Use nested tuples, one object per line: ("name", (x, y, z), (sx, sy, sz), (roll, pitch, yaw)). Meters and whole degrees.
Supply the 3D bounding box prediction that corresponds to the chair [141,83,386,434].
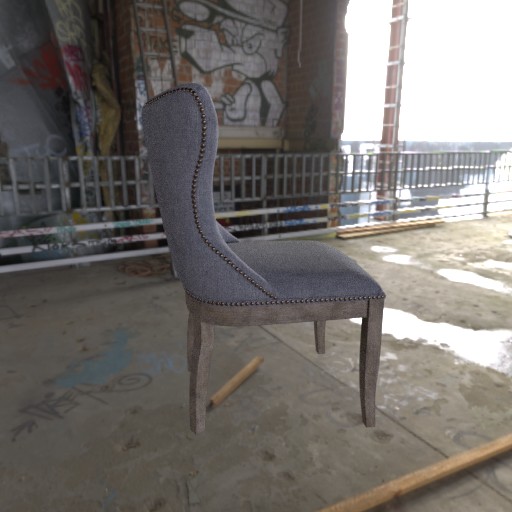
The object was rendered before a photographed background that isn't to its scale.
("chair", (0.000, 0.000, 1.468), (0.681, 1.002, 0.654), (-2, 15, -9))
